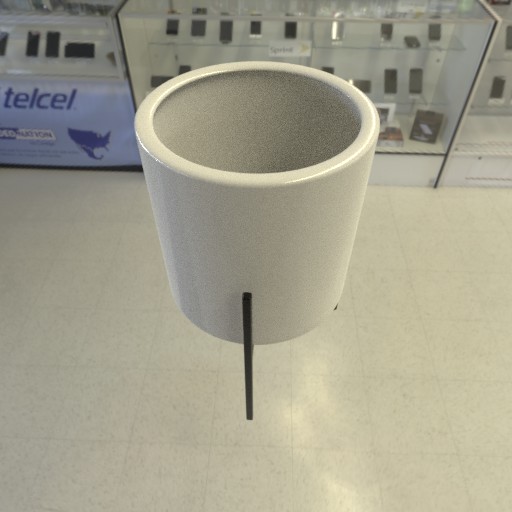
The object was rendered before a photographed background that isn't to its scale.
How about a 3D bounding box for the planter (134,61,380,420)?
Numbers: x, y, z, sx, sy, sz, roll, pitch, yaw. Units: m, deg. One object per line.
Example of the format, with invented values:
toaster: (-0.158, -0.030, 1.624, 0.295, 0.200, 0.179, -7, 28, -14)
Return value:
planter: (0.000, 0.000, 0.518, 0.239, 0.356, 0.239, 3, 46, 3)
